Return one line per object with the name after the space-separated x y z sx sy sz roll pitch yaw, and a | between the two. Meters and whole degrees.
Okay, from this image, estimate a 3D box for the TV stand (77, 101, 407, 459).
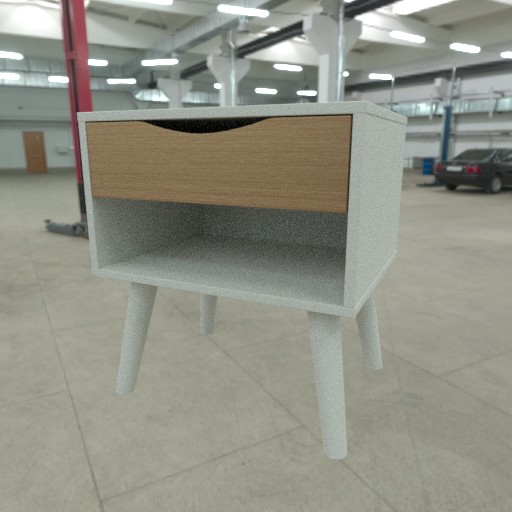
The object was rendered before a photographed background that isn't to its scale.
0.000 0.000 0.921 0.508 0.559 0.405 7 16 25 | TV stand
